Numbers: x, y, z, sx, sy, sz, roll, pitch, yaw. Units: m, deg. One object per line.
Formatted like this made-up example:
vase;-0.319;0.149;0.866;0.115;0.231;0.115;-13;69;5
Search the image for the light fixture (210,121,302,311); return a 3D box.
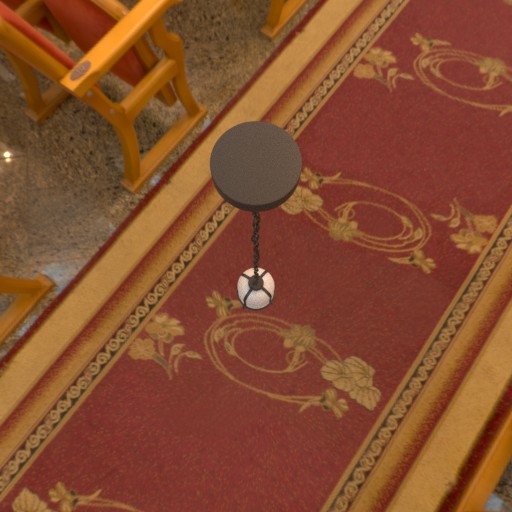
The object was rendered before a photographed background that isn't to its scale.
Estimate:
light fixture;0.000;0.000;1.268;0.178;1.181;0.178;36;78;9
